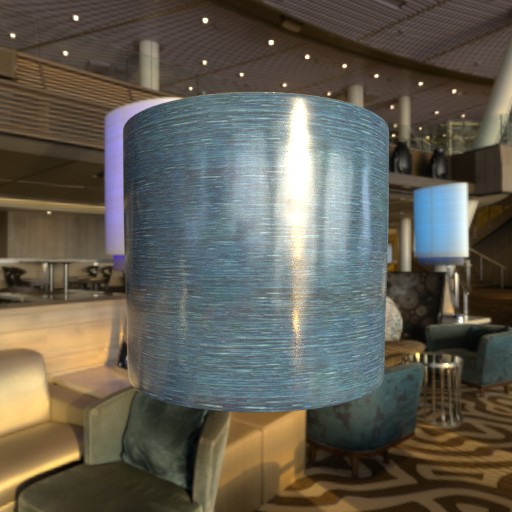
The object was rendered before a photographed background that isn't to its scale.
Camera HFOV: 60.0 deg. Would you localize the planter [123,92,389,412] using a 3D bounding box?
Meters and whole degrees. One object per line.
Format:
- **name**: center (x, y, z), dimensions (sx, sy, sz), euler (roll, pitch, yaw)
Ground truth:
- **planter**: center (0.000, 0.000, 0.384), dimensions (0.221, 0.201, 0.221), euler (0, -1, 0)
